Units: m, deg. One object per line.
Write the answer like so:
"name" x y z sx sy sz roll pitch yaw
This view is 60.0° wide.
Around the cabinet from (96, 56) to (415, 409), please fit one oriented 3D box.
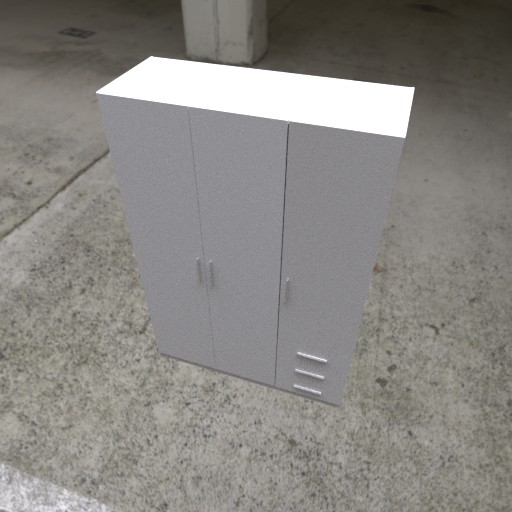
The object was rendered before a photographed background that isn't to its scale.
"cabinet" 0.000 0.000 2.546 1.290 1.910 0.510 13 43 14
